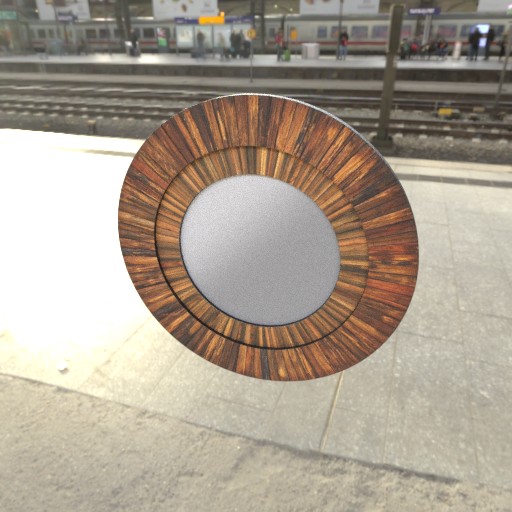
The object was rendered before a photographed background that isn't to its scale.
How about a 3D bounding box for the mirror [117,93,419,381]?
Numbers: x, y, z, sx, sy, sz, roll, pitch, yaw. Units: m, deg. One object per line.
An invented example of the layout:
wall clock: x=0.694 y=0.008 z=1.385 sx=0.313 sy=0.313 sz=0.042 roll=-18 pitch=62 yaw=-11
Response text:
mirror: x=0.000 y=0.000 z=1.561 sx=1.077 sy=1.077 sz=0.036 roll=8 pitch=27 yaw=15
